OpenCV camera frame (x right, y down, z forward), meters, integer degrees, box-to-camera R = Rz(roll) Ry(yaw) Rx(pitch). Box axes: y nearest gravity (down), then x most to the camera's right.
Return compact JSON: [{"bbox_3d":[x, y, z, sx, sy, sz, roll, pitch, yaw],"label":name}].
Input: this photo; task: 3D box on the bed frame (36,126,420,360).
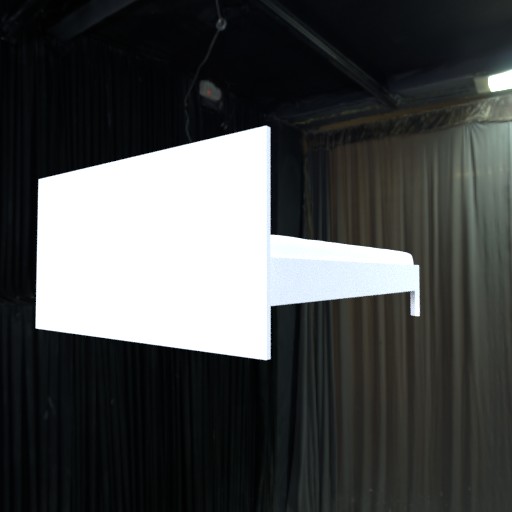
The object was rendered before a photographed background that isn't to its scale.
[{"bbox_3d":[0.000,0.000,2.735,1.490,0.800,1.950,-2,-3,36],"label":"bed frame"}]
